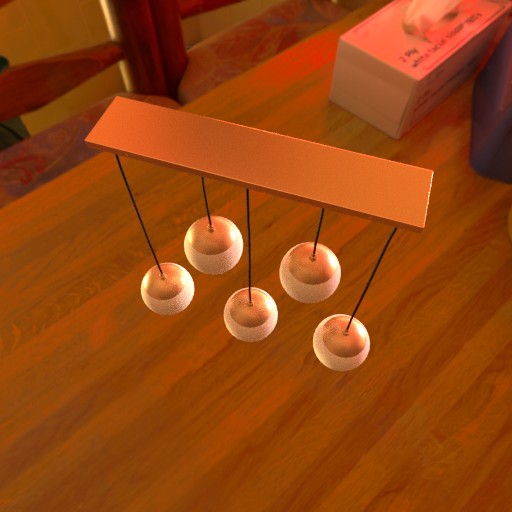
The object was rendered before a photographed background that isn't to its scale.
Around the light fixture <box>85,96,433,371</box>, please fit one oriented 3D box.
[{"bbox_3d":[0.000,0.000,1.353,0.863,0.869,0.299,16,61,9],"label":"light fixture"}]
